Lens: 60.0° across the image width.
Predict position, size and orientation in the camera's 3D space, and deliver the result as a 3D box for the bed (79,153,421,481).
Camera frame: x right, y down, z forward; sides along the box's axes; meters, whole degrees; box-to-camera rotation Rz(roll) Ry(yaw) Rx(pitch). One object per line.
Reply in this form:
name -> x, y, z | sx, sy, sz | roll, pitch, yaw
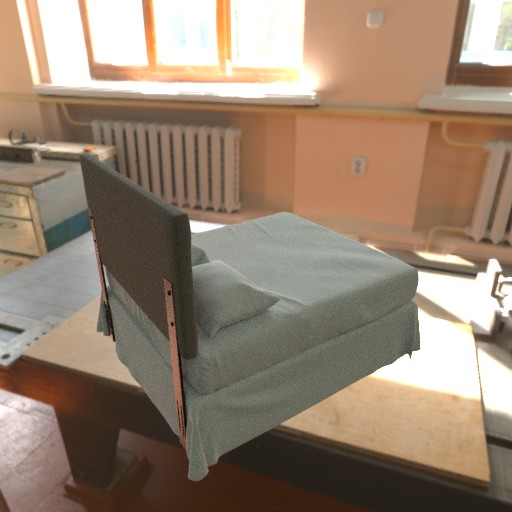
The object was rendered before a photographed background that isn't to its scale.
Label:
bed -> 0.000, 0.000, 3.503 | 2.222, 1.577, 1.936 | -16, 30, -31
